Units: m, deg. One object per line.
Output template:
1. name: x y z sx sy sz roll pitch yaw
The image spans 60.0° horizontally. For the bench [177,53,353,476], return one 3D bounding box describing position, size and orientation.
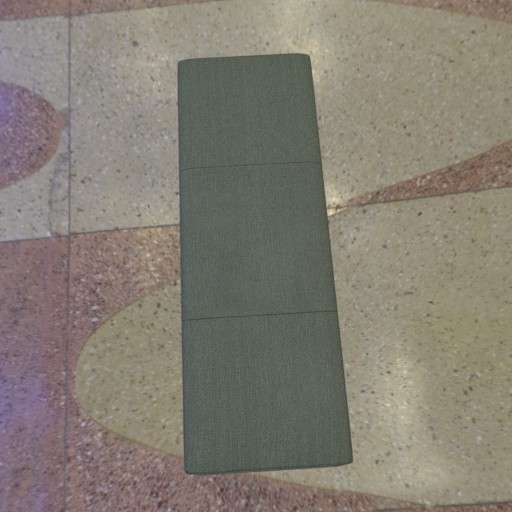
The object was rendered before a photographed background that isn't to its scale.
1. bench: 0.000 0.000 1.486 0.446 0.438 1.269 -3 75 -1
